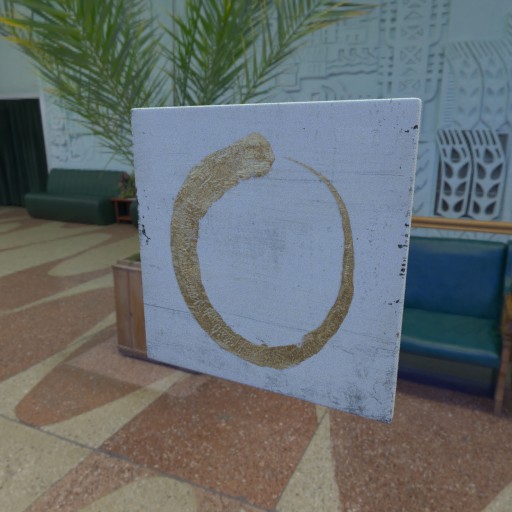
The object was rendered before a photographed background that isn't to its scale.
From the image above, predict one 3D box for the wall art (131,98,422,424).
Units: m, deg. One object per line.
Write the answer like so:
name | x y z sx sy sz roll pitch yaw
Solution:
wall art | 0.000 0.000 1.174 0.762 0.762 0.038 7 17 26
